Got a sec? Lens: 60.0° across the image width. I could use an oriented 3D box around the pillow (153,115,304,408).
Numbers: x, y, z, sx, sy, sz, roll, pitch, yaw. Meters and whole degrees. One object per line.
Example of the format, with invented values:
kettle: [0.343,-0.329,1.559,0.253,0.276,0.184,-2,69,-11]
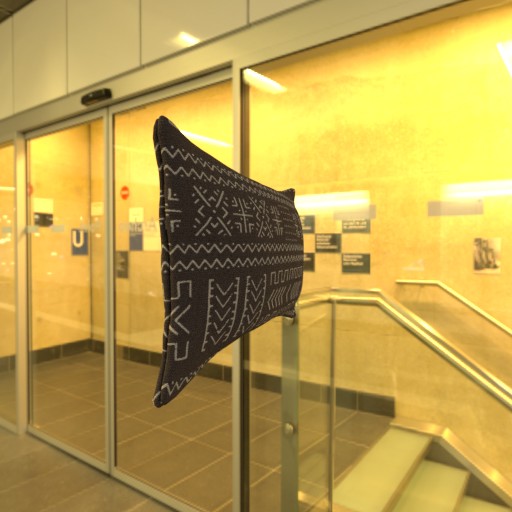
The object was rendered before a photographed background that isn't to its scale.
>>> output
pillow: [0.000,0.000,0.794,0.135,0.322,0.667,0,1,18]
